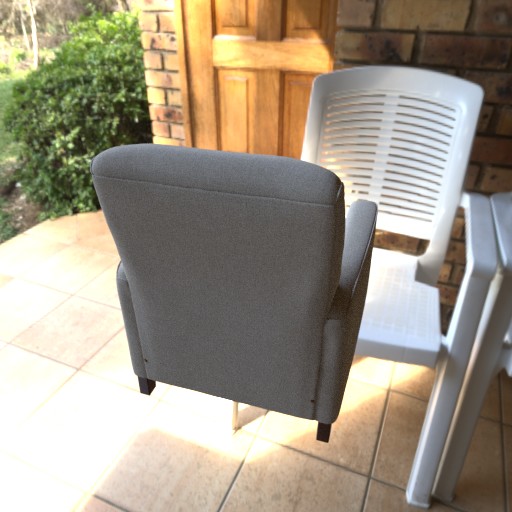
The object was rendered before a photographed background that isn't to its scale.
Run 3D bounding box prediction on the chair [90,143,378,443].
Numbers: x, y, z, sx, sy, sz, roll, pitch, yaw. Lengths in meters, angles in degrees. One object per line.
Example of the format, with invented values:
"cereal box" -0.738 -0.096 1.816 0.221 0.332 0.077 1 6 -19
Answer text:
"chair" 0.000 0.000 1.678 0.845 1.023 0.859 9 33 15
